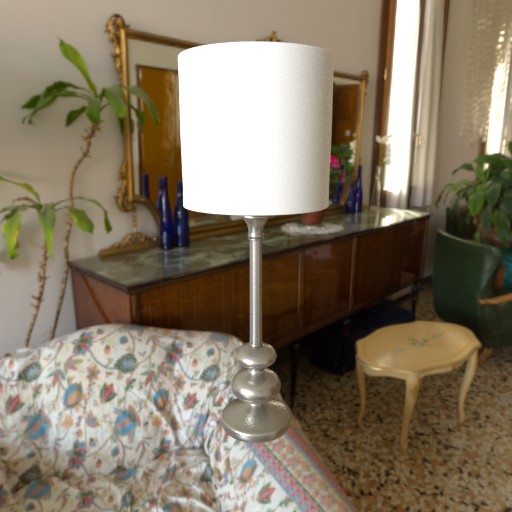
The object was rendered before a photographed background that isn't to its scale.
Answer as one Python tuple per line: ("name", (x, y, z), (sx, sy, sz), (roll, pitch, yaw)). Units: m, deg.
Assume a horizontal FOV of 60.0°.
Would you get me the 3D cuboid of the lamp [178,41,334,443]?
("lamp", (0.000, 0.000, 0.808), (0.254, 0.690, 0.254), (2, 14, 8))
